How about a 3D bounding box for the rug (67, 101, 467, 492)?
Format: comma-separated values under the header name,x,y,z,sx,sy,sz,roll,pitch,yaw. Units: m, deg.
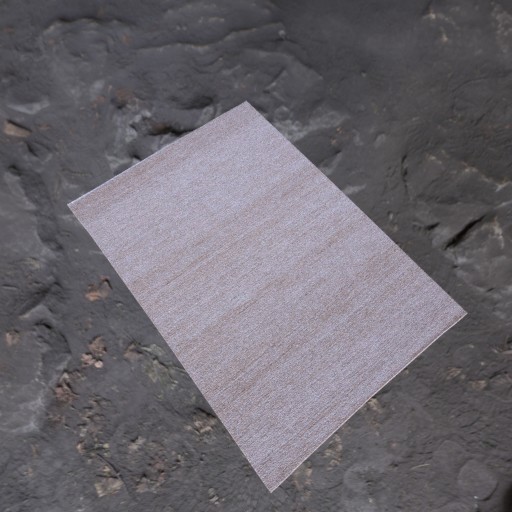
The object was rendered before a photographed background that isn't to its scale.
name,x,y,z,sx,sy,sz,roll,pitch,yaw
rug,0.000,0.000,2.944,1.596,0.030,2.283,-35,69,-16
